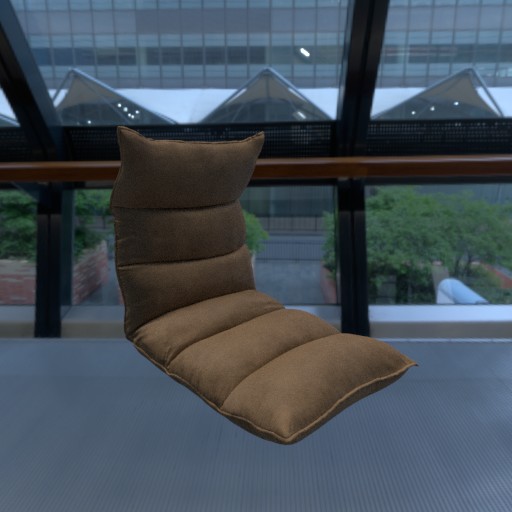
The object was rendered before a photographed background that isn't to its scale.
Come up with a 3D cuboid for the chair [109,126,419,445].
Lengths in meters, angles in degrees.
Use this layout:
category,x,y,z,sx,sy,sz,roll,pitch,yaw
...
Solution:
category,x,y,z,sx,sy,sz,roll,pitch,yaw
chair,0.000,0.000,1.591,0.714,0.892,0.985,-13,19,-42
